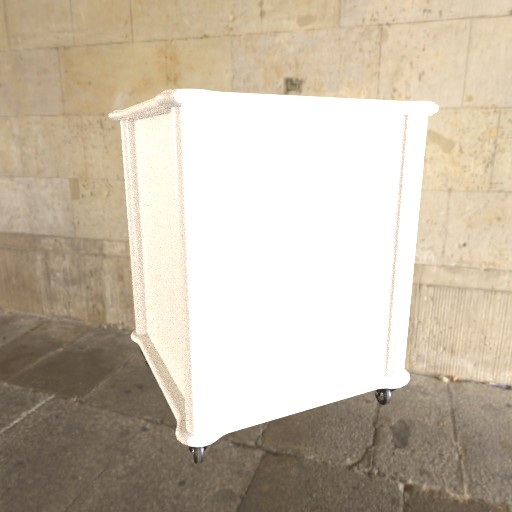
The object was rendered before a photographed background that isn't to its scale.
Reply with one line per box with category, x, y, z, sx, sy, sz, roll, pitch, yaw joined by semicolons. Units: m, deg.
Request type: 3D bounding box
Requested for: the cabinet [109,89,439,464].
cabinet;0.000;0.000;1.191;0.628;0.761;0.627;-7;16;-25
